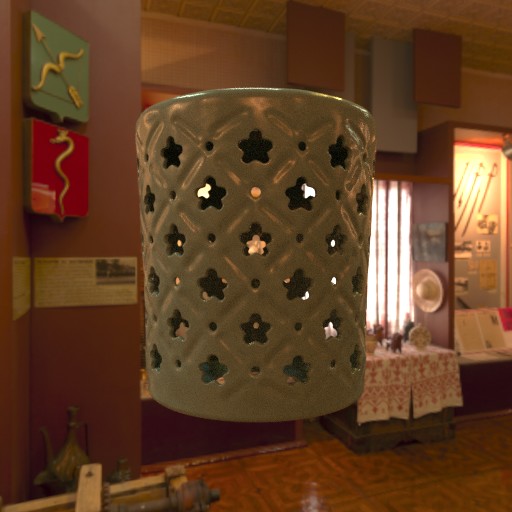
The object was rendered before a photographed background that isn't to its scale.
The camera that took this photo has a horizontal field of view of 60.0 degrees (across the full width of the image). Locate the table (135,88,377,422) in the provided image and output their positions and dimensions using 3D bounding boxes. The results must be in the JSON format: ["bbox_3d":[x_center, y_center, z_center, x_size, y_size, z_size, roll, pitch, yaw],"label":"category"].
[{"bbox_3d":[0.000,0.000,0.666,0.352,0.387,0.352,0,0,0],"label":"table"}]
